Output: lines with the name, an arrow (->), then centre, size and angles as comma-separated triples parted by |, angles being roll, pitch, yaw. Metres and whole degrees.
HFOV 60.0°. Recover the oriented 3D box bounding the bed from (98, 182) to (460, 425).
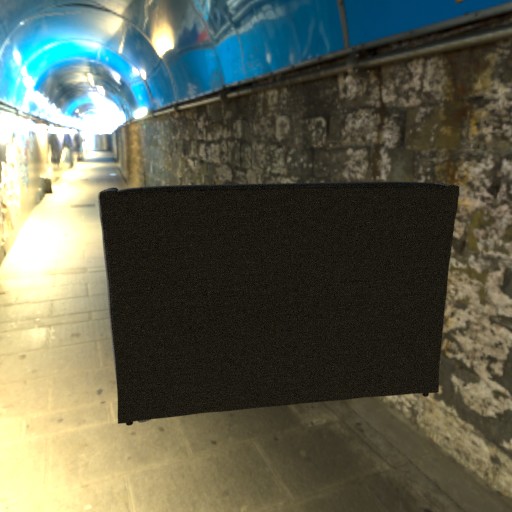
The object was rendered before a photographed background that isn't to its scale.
bed -> 0.000, 0.000, 3.500 | 1.925, 1.332, 2.276 | -2, 15, -9
